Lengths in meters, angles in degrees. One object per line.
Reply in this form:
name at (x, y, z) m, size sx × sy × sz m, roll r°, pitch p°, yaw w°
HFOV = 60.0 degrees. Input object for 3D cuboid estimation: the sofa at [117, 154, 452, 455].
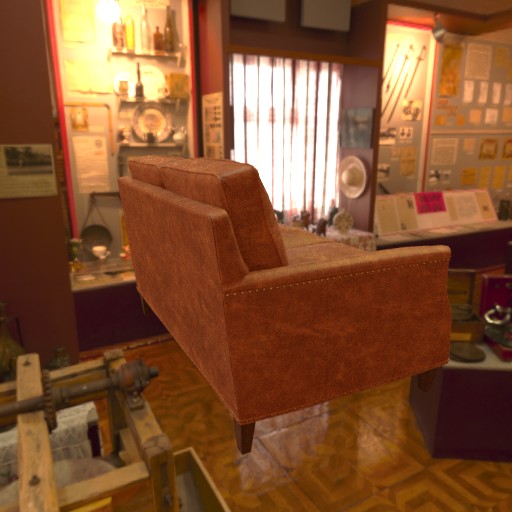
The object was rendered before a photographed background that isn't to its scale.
sofa at (0.000, 0.000, 2.252) m, size 1.084 × 1.003 × 1.597 m, roll -7°, pitch 16°, yaw -26°
